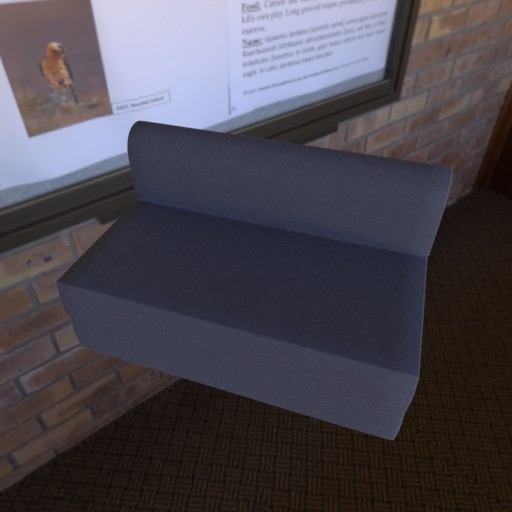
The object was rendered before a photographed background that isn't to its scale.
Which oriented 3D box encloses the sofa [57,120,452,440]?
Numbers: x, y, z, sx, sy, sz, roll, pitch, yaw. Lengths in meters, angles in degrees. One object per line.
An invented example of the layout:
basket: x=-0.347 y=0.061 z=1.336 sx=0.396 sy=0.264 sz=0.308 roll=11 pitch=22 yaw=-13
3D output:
sofa: x=0.000 y=0.000 z=1.648 sx=1.219 sy=0.660 sz=0.762 roll=12 pitch=42 yaw=14
